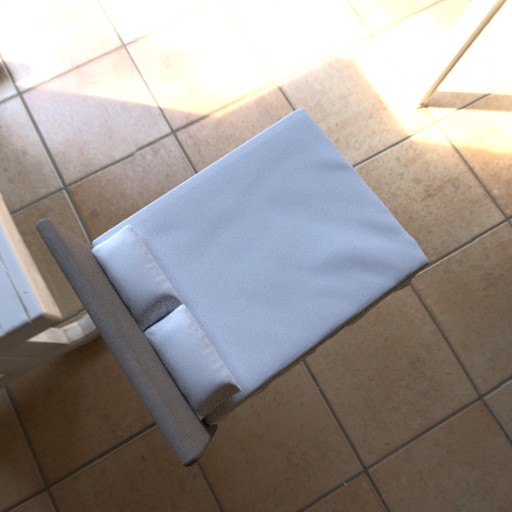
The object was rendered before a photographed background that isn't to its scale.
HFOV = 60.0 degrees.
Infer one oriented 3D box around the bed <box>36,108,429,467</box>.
[{"bbox_3d":[0.000,0.000,3.233,2.142,1.330,1.723,-35,79,-8],"label":"bed"}]
